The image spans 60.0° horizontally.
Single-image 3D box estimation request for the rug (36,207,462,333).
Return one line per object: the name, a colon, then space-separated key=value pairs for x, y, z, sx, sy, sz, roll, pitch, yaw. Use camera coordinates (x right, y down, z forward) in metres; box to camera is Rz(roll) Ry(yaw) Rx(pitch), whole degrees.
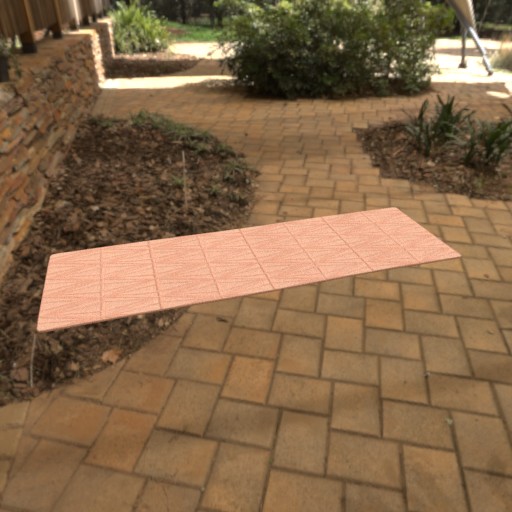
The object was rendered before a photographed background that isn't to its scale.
rug: x=0.000 y=0.000 z=2.734 sx=2.435 sy=0.015 sz=0.760 roll=-9 pitch=32 yaw=-14
